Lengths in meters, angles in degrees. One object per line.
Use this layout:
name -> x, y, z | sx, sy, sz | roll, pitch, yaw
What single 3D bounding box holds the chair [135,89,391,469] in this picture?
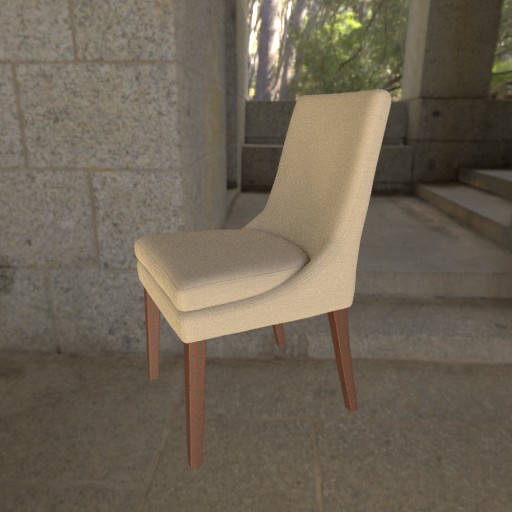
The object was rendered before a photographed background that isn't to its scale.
chair -> 0.000, 0.000, 1.340 | 0.638, 0.940, 0.515 | -8, 19, -25
